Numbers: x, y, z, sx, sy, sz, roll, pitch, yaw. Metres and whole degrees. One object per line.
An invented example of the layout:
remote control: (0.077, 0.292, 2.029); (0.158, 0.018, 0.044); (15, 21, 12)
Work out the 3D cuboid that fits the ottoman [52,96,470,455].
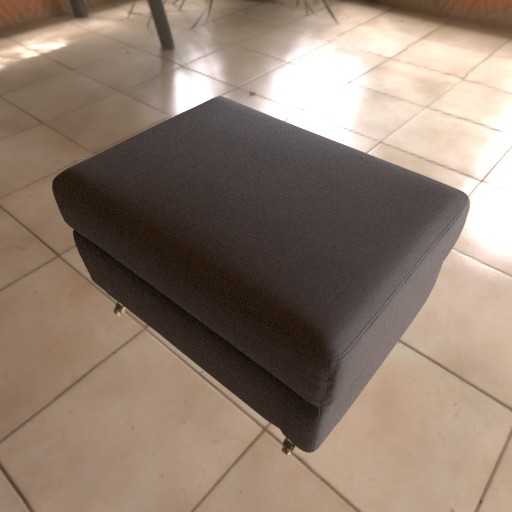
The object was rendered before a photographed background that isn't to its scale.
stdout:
ottoman: (0.000, 0.000, 1.098); (0.773, 0.497, 0.574); (31, 52, 27)
